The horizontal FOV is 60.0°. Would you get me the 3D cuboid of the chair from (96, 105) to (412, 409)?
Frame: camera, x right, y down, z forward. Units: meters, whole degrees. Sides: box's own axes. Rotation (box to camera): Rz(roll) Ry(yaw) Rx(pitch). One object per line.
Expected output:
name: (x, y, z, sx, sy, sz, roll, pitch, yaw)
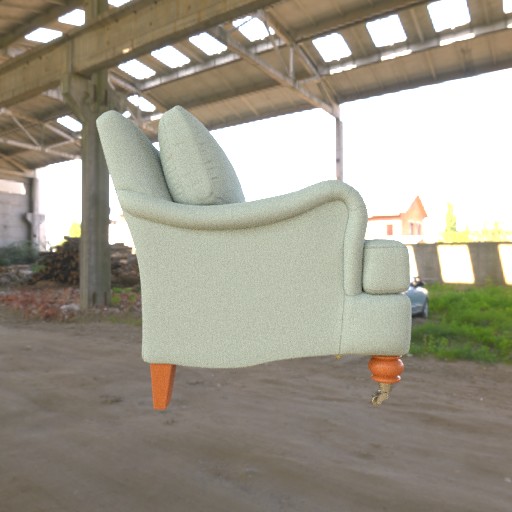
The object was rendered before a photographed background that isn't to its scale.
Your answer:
chair: (0.000, 0.000, 1.893, 1.070, 1.038, 0.955, 0, -1, 1)
